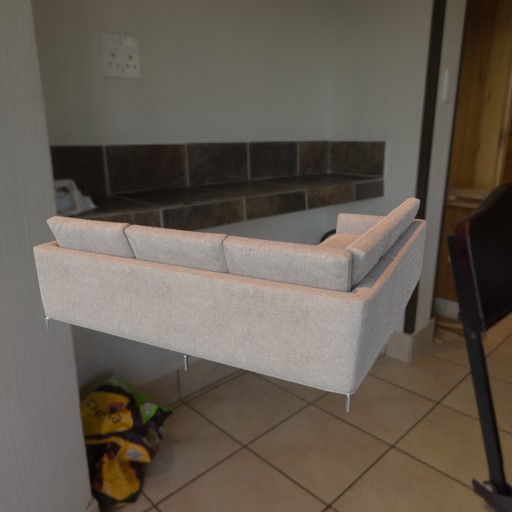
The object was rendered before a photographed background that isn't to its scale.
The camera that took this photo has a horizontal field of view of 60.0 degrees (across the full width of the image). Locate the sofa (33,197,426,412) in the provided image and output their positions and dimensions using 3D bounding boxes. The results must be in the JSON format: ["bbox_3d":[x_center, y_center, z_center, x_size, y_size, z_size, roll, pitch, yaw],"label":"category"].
[{"bbox_3d":[0.000,0.000,3.731,2.438,0.864,2.438,8,17,26],"label":"sofa"}]
